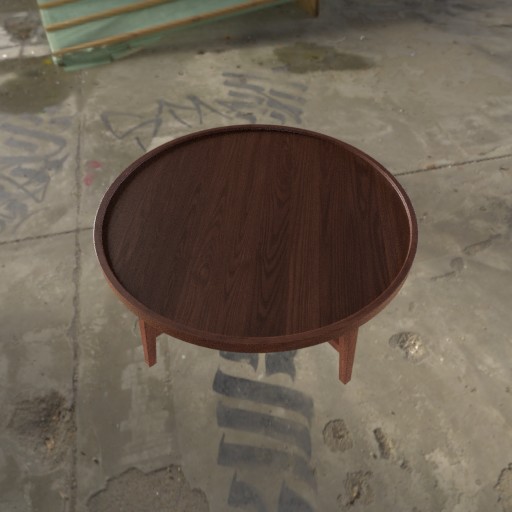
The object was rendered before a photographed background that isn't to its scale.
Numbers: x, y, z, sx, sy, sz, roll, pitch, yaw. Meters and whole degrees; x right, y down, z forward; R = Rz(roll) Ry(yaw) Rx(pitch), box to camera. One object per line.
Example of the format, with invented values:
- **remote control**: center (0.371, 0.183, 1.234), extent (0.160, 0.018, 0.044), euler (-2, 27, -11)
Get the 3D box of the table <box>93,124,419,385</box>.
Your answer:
- **table**: center (0.000, 0.000, 1.255), extent (0.800, 0.360, 0.800), euler (0, 47, 0)
